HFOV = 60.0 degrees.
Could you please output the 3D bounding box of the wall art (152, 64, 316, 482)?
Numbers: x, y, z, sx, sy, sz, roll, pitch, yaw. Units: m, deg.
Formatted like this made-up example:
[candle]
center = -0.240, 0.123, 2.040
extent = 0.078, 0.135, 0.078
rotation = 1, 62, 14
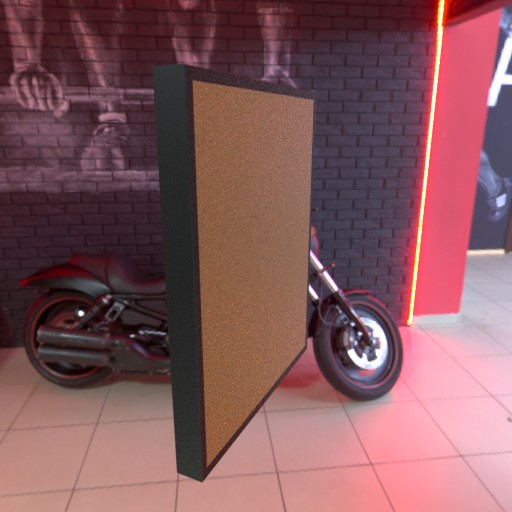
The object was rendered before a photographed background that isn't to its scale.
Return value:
[wall art]
center = 0.000, 0.000, 0.504
extent = 0.030, 0.369, 0.294
rotation = 8, 18, 25
